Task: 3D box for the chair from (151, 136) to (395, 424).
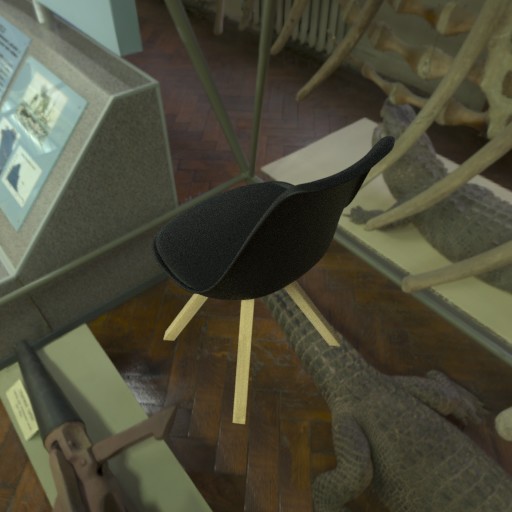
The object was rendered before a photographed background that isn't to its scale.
[{"bbox_3d":[0.000,0.000,1.196,0.485,0.850,0.549,-31,53,-27],"label":"chair"}]
